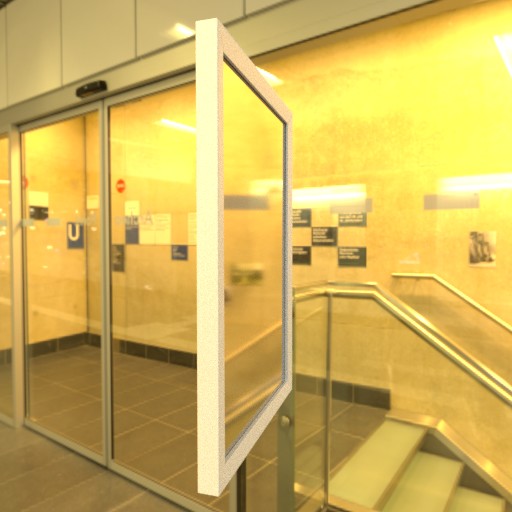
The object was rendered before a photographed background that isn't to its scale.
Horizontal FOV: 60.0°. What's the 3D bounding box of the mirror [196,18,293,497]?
[{"bbox_3d":[0.000,0.000,0.904,0.040,0.710,0.507,1,2,17],"label":"mirror"}]
